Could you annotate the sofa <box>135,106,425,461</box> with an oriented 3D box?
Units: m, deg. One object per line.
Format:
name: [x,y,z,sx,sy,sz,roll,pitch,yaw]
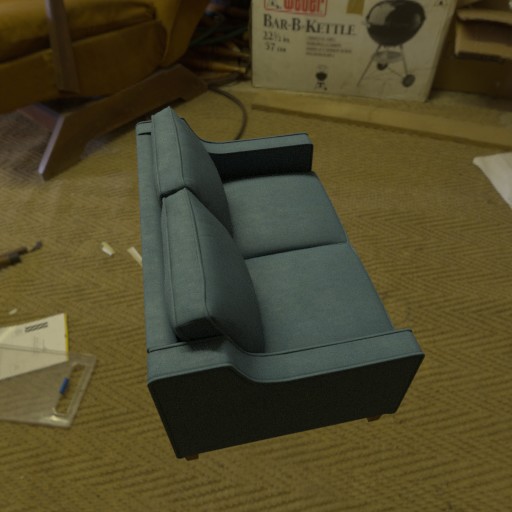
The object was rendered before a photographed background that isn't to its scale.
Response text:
sofa: [0.000,0.000,2.138,0.987,0.971,1.501,-9,48,-8]
